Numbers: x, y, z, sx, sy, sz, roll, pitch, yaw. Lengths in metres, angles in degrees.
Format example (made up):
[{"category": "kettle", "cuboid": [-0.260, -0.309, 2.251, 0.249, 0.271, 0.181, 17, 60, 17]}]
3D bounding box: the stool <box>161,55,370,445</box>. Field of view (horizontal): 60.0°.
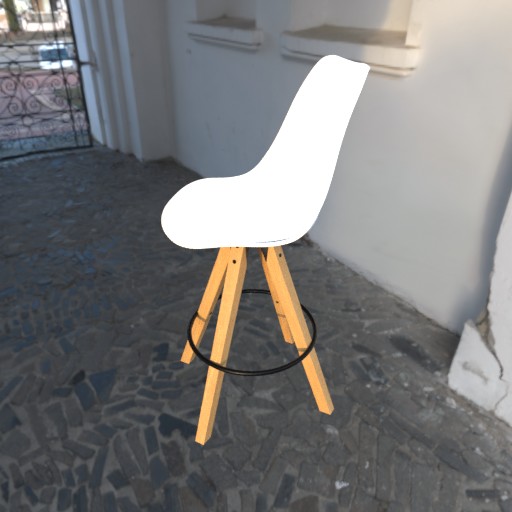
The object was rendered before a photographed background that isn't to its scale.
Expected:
[{"category": "stool", "cuboid": [0.000, 0.000, 1.385, 0.549, 1.115, 0.482, -8, 32, -13]}]
